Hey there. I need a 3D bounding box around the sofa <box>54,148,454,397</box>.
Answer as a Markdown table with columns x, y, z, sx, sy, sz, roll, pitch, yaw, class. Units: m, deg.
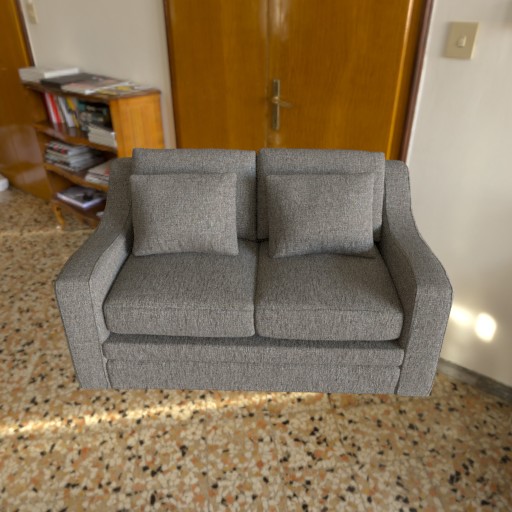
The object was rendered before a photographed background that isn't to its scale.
| x | y | z | sx | sy | sz | roll | pitch | yaw | class |
| --- | --- | --- | --- | --- | --- | --- | --- | --- | --- |
| 0.000 | 0.000 | 2.388 | 1.778 | 0.991 | 1.120 | 1 | 30 | 2 | sofa |
